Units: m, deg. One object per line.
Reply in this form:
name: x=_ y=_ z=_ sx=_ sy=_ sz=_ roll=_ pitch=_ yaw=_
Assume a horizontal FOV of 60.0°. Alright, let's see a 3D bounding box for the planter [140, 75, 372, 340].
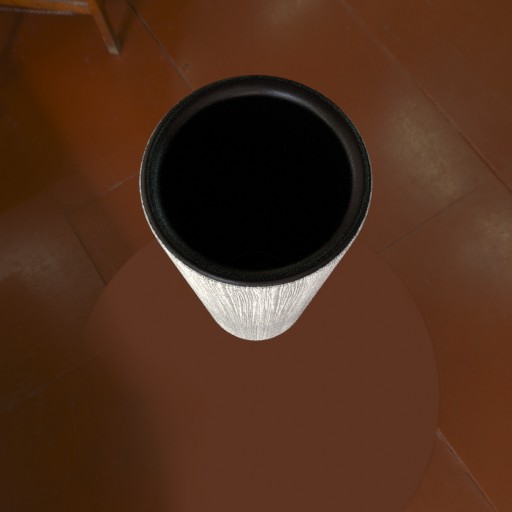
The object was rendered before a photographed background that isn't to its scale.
planter: x=0.000 y=0.000 z=0.318 sx=0.100 sy=0.270 sz=0.100 roll=1 pitch=75 yaw=0
